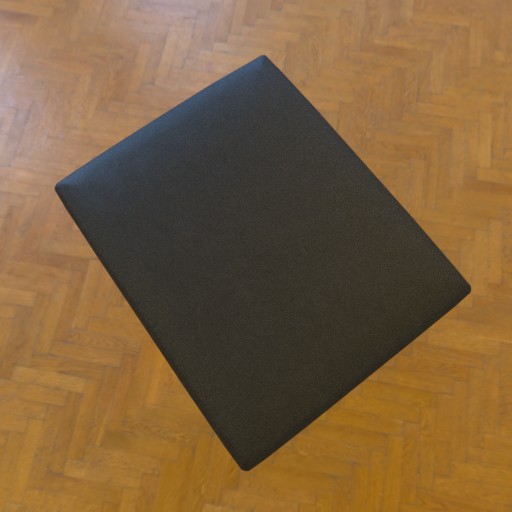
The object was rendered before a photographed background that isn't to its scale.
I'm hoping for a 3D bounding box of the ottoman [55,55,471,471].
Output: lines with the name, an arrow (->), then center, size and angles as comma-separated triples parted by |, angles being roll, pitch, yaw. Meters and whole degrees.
ottoman -> 0.000, 0.000, 1.780 | 0.967, 0.696, 1.187 | -35, 77, -9
